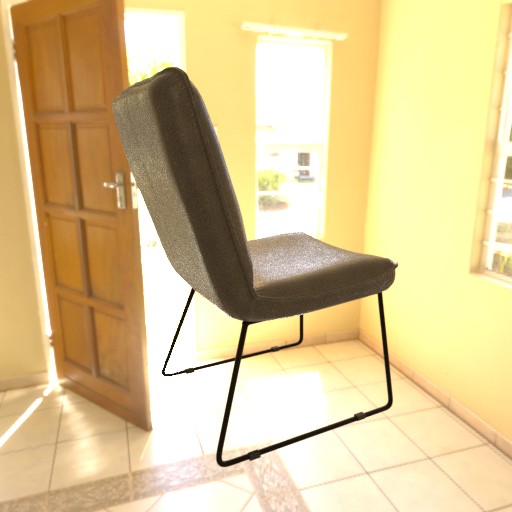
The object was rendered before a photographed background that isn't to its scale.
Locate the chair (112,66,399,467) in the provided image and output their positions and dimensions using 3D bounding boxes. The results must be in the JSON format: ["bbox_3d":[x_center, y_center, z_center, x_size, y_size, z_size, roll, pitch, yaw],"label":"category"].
[{"bbox_3d":[0.000,0.000,1.304,0.688,0.932,0.515,-7,16,-27],"label":"chair"}]
